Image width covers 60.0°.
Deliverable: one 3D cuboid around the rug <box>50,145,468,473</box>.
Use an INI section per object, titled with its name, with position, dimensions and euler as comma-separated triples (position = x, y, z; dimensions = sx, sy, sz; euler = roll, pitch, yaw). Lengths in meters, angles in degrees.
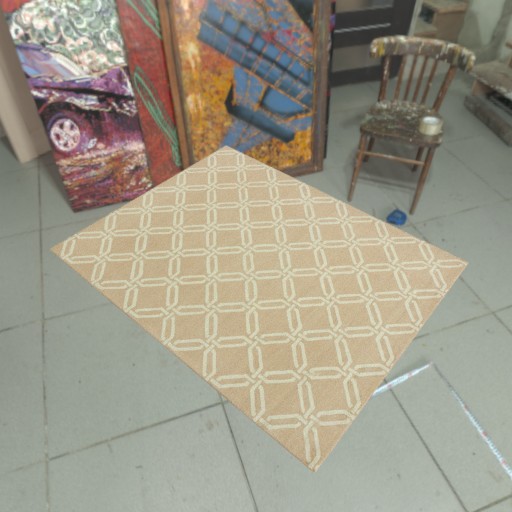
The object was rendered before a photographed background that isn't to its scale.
[rug]
position = 0.000, 0.000, 3.899
dimensions = 2.895, 0.018, 2.288
euler = 32, 53, 27
